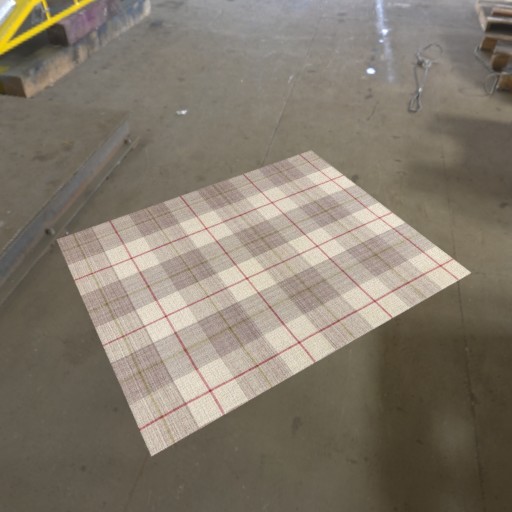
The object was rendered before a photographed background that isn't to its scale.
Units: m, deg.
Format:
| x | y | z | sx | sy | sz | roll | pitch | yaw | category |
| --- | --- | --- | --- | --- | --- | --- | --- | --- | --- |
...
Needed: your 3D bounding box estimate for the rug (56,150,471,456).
| x | y | z | sx | sy | sz | roll | pitch | yaw | category |
| --- | --- | --- | --- | --- | --- | --- | --- | --- | --- |
| 0.000 | 0.000 | 4.002 | 2.959 | 0.016 | 2.317 | -24 | 50 | -22 | rug |
